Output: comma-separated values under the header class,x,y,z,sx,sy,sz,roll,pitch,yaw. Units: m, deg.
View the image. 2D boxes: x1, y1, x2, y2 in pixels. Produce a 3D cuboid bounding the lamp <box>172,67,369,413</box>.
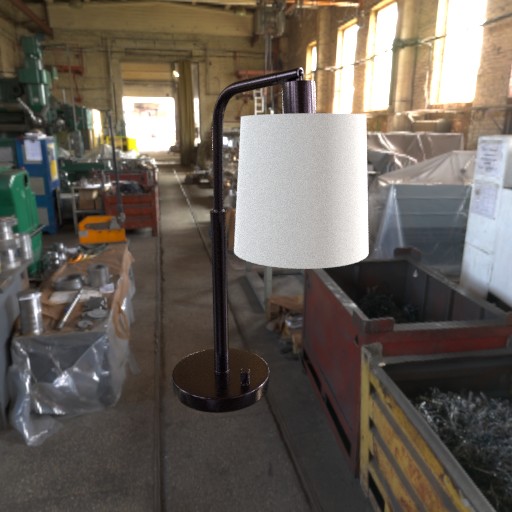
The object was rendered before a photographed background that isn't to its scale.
class,x,y,z,sx,sy,sz,roll,pitch,yaw
lamp,0.000,0.000,0.635,0.333,0.489,0.171,15,22,43
